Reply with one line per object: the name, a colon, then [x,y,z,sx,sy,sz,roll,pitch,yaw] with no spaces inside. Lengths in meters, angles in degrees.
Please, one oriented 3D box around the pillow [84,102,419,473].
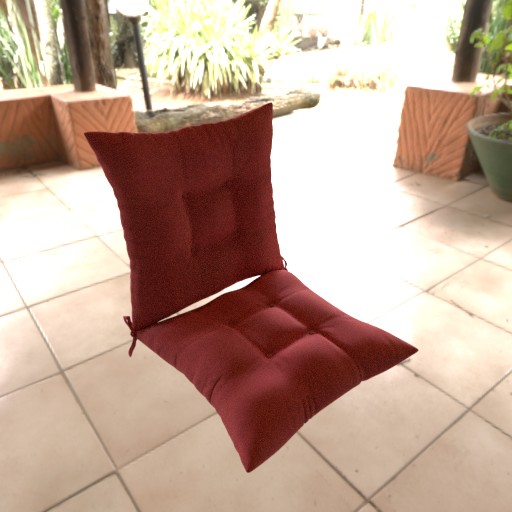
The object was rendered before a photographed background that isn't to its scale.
pillow: [0.000,0.000,0.989,0.541,0.536,0.585,-21,35,-33]
